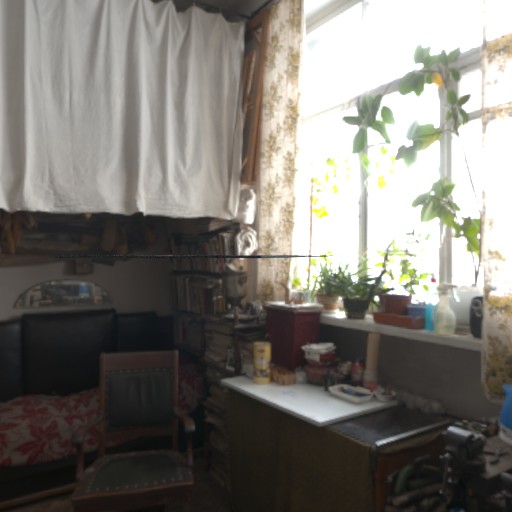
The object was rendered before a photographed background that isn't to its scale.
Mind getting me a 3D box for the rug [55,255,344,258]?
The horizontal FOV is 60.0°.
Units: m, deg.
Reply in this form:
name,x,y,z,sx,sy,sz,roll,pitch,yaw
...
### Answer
name,x,y,z,sx,sy,sz,roll,pitch,yaw
rug,0.000,0.000,2.682,0.801,0.010,2.459,0,0,17
